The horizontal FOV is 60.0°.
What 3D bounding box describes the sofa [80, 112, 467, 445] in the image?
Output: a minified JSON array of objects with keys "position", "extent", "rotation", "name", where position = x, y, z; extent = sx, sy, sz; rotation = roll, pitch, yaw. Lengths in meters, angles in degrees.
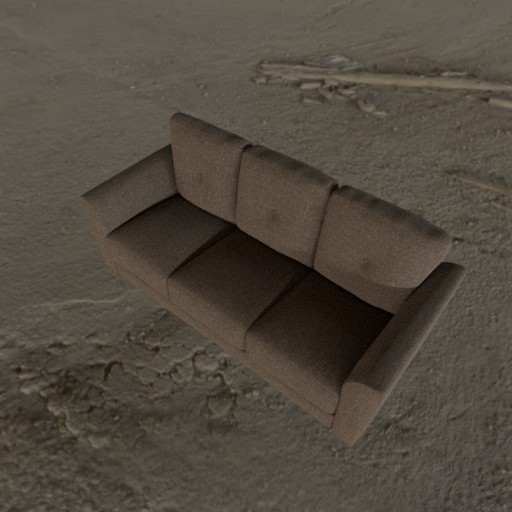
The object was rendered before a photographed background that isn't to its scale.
[{"position":[0.000,0.000,2.347],"extent":[1.847,0.891,0.837],"rotation":[30,53,26],"name":"sofa"}]
